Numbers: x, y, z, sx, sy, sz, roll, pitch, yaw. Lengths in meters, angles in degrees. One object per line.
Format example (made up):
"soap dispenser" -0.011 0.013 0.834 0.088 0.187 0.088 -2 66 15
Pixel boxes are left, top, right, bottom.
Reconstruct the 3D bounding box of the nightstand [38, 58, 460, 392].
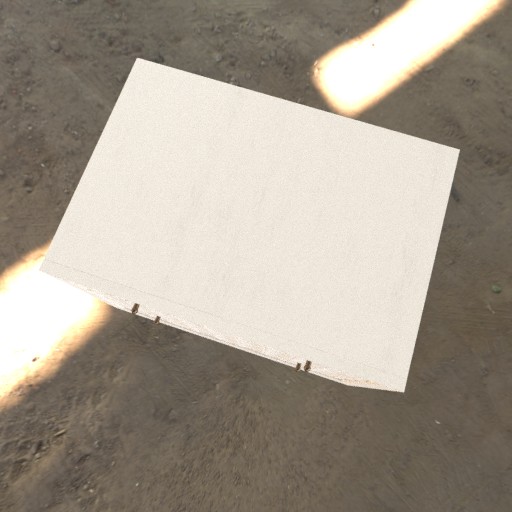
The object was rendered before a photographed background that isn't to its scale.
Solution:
"nightstand" 0.000 0.000 1.045 0.614 0.604 0.447 18 76 5
